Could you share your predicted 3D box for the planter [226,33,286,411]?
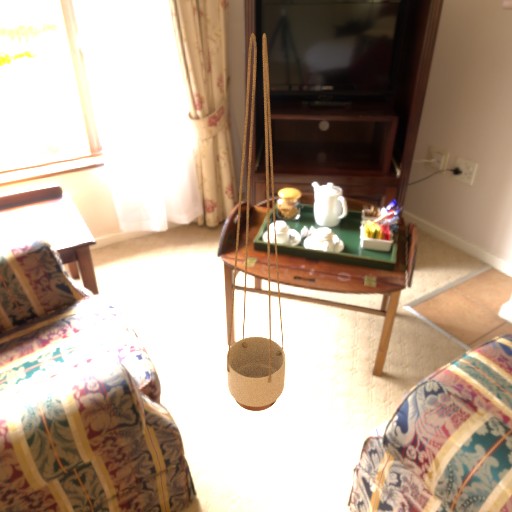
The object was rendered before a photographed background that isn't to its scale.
[{"bbox_3d":[0.000,0.000,0.932,0.146,0.841,0.146,10,33,16],"label":"planter"}]
